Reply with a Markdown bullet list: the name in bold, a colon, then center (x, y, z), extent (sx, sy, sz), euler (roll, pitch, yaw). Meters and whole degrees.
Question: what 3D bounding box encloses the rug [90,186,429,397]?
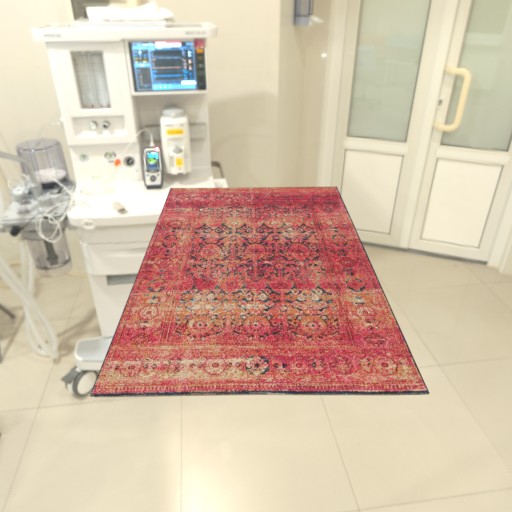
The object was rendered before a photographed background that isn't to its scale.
- **rug**: center (0.000, 0.000, 3.046), extent (1.539, 0.018, 2.449), euler (0, 31, -1)
